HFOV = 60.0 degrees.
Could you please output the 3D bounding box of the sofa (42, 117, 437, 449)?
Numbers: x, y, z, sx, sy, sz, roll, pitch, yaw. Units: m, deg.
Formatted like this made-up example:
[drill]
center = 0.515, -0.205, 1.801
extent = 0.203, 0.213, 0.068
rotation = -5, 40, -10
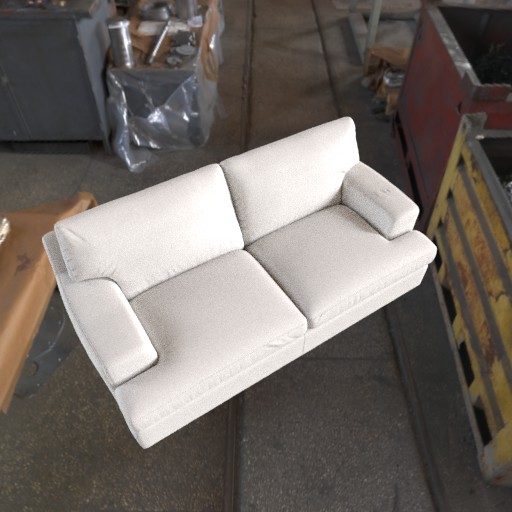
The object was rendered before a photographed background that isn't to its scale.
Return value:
[sofa]
center = 0.000, 0.000, 2.802
extent = 2.261, 0.940, 1.143
rotation = -25, 52, -22
